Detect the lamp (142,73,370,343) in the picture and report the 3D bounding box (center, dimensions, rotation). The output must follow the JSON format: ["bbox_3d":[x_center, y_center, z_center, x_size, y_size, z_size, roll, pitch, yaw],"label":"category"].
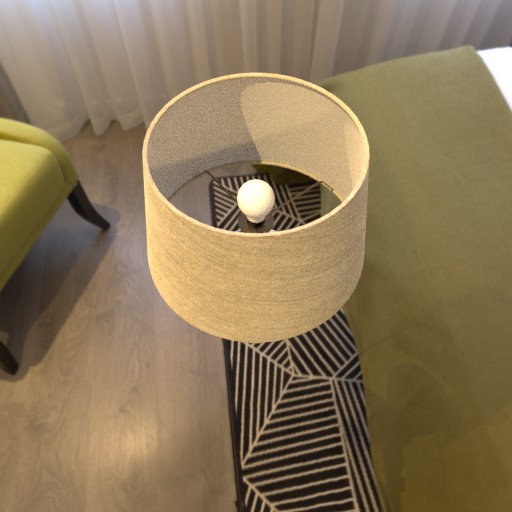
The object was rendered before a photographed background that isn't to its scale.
[{"bbox_3d":[0.000,0.000,0.850,0.390,0.580,0.390,0,58,0],"label":"lamp"}]
